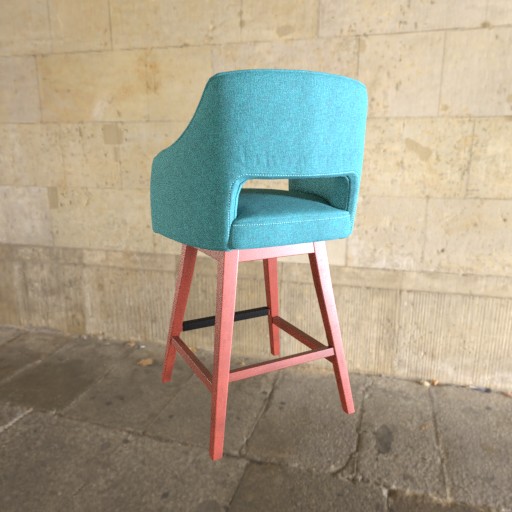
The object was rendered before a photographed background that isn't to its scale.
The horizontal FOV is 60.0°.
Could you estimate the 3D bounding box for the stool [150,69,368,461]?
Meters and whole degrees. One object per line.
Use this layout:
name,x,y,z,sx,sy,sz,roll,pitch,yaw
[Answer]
stool,0.000,0.000,1.327,0.548,0.961,0.556,-7,15,-27
